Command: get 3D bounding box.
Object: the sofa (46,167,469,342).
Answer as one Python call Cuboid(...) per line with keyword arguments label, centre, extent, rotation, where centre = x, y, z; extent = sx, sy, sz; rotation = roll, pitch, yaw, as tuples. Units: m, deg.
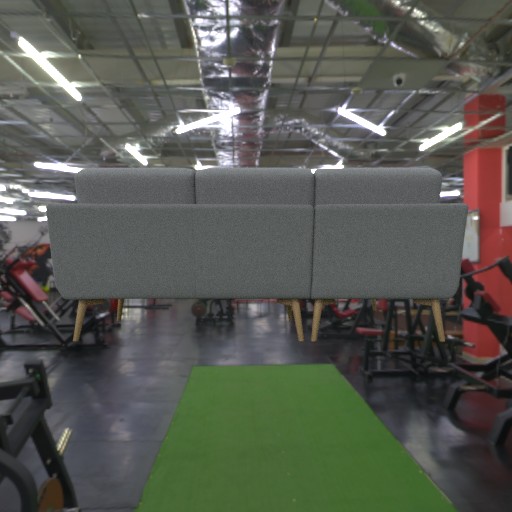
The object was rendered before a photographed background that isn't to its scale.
Cuboid(label="sofa", centre=(0.000, 0.000, 2.811), extent=(2.040, 0.860, 1.530), rotation=(0, 0, 0))
